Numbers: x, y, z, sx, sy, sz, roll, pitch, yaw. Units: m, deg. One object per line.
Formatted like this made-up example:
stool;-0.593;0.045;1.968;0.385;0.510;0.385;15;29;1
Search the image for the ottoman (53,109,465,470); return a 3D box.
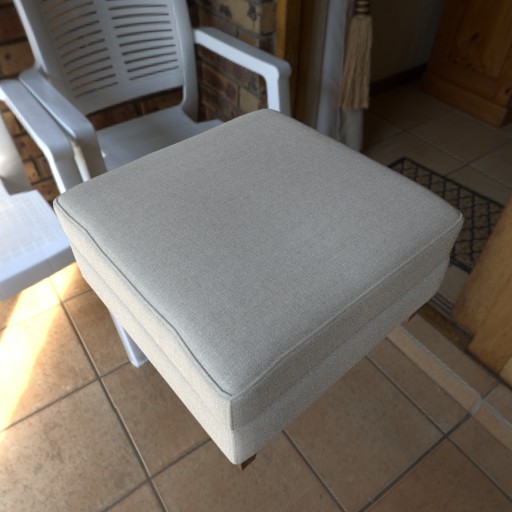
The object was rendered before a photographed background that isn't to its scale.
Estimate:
ottoman;0.000;0.000;1.347;0.838;0.503;0.838;-32;53;-27
